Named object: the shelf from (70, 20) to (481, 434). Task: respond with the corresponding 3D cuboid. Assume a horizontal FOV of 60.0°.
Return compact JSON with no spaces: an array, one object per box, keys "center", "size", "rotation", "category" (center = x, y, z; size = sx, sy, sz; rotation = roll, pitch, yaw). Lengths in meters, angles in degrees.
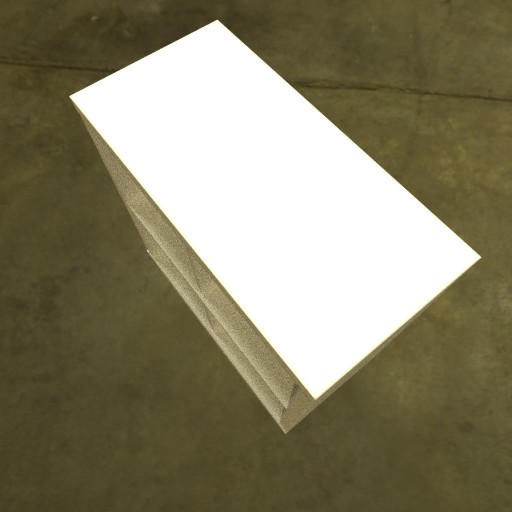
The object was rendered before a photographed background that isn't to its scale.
[{"center":[0.000,0.000,1.218],"size":[0.390,0.786,0.790],"rotation":[-35,70,-15],"category":"shelf"}]
